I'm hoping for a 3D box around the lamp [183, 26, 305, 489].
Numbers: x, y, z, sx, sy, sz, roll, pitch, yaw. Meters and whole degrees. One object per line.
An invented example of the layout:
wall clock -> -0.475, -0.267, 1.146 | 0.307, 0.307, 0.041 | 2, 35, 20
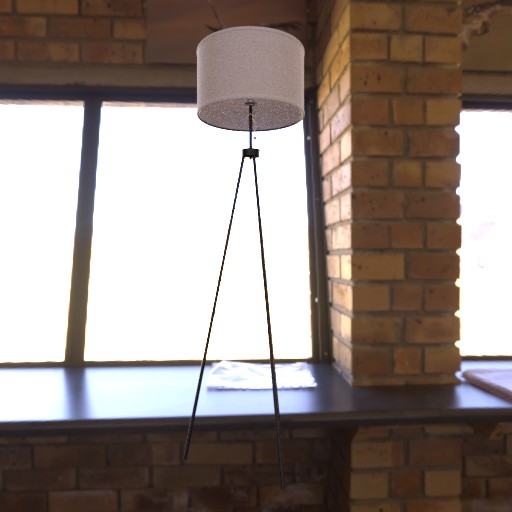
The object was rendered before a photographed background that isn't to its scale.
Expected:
lamp -> 0.000, 0.000, 1.677 | 0.448, 1.545, 0.458 | 0, 0, -35
